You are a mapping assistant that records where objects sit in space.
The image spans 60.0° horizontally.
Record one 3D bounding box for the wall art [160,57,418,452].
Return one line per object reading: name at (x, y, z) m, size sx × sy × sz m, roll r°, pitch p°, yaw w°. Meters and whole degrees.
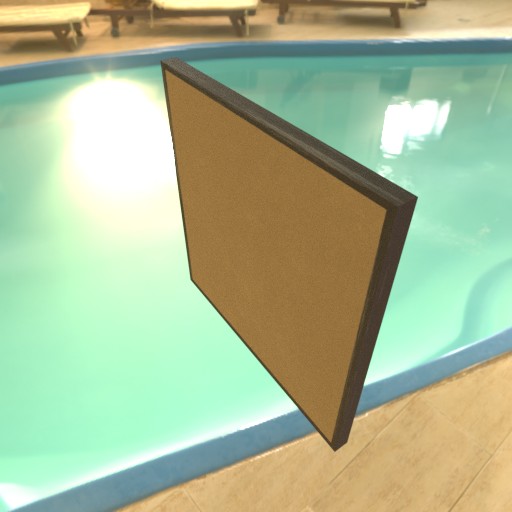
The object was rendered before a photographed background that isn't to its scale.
wall art at (0.000, 0.000, 1.121) m, size 0.043 × 0.758 × 0.762 m, roll -25°, pitch 47°, yaw -25°
